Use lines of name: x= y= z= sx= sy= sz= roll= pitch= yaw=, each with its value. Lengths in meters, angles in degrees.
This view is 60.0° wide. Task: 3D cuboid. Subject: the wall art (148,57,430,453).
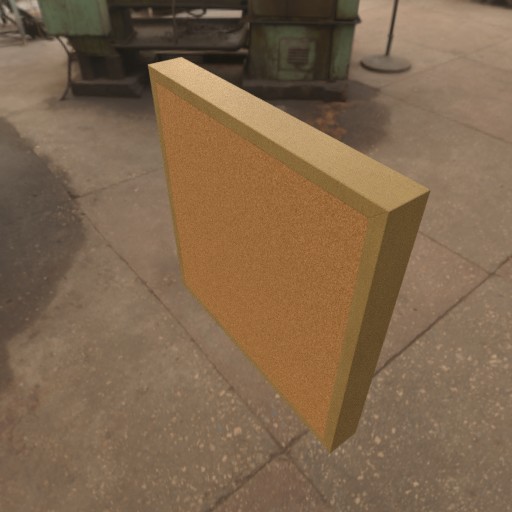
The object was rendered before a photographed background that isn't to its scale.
wall art: x=0.000 y=0.000 z=0.453 sx=0.038 sy=0.305 sz=0.305 roll=-26 pitch=48 yaw=-26
